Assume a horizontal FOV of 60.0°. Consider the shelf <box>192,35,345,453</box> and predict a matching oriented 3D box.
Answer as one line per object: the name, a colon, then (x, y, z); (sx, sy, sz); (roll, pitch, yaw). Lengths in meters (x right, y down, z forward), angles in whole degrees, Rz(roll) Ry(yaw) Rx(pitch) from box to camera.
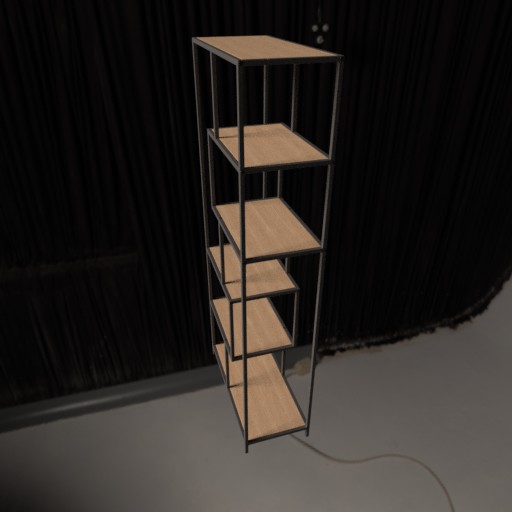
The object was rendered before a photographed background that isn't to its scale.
shelf: (0.000, 0.000, 2.143); (0.350, 1.850, 0.770); (-9, 32, -15)
